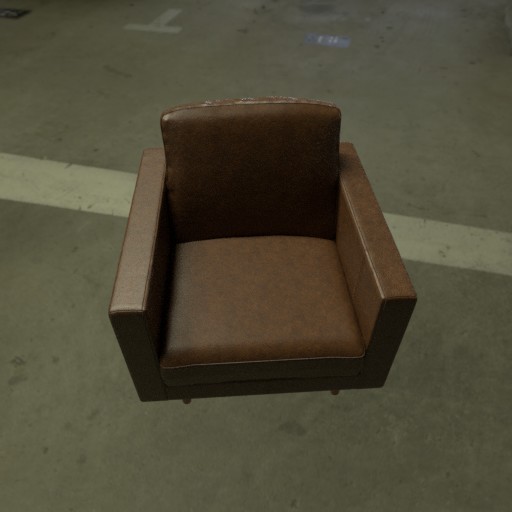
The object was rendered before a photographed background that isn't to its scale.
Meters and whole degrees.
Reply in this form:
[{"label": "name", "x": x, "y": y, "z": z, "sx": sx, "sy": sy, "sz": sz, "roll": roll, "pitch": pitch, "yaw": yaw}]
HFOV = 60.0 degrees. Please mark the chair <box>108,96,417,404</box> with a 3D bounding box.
[{"label": "chair", "x": 0.000, "y": 0.000, "z": 1.692, "sx": 0.890, "sy": 0.956, "sz": 0.909, "roll": -3, "pitch": 45, "yaw": -3}]
